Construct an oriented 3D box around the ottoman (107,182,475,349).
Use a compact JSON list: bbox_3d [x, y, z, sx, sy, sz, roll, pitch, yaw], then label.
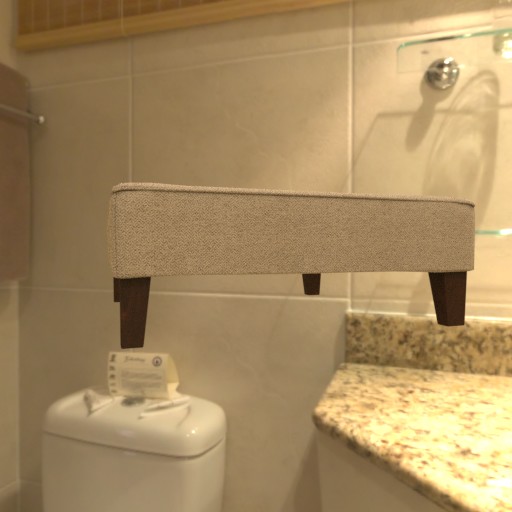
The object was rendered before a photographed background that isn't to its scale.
[{"bbox_3d":[0.000,0.000,1.529,0.973,0.381,0.982,0,1,-19],"label":"ottoman"}]
